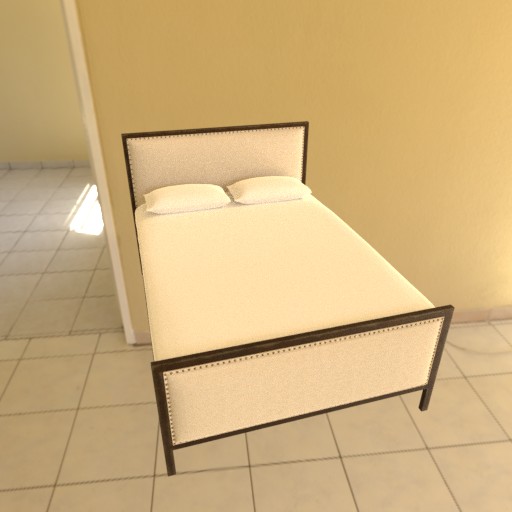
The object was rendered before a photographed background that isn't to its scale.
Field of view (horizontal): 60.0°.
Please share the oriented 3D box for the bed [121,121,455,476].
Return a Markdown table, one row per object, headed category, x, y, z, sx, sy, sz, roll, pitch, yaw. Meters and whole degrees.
| category | x | y | z | sx | sy | sz | roll | pitch | yaw |
| --- | --- | --- | --- | --- | --- | --- | --- | --- | --- |
| bed | 0.000 | 0.000 | 3.146 | 1.607 | 1.313 | 2.221 | -8 | 30 | -14 |
